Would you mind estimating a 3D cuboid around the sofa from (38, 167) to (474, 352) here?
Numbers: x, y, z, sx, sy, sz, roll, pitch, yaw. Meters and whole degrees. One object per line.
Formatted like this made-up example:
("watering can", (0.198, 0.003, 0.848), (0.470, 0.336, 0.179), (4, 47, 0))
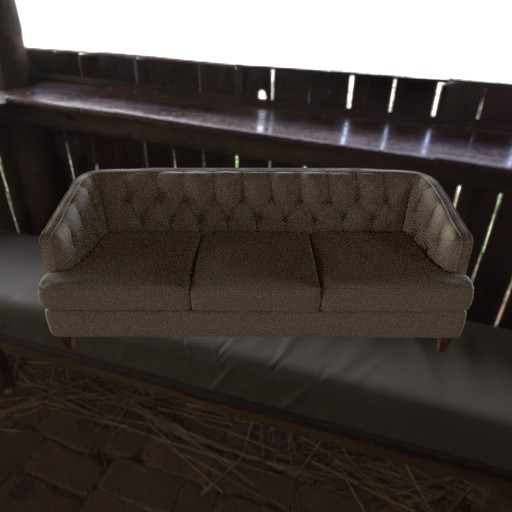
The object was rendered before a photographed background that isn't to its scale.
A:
("sofa", (0.000, 0.000, 2.629), (2.235, 0.788, 0.913), (0, 31, 0))
